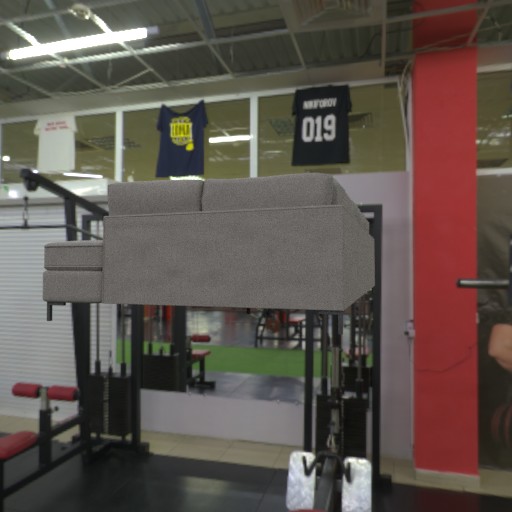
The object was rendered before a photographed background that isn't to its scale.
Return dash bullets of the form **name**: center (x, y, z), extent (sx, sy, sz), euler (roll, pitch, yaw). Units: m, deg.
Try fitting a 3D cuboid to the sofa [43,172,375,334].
- **sofa**: center (0.000, 0.000, 4.336), extent (2.077, 0.964, 3.331), euler (0, -1, 18)
